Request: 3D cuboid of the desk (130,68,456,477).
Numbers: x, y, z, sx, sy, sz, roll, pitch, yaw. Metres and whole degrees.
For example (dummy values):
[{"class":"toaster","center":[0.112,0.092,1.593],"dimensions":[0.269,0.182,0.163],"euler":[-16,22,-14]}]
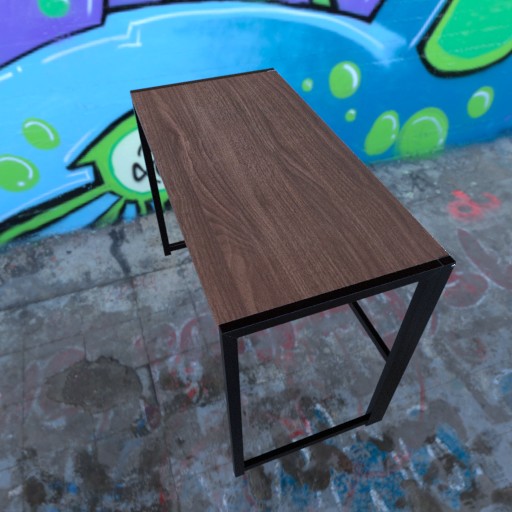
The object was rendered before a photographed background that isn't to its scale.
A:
[{"class":"desk","center":[0.000,0.000,1.455],"dimensions":[0.508,0.762,1.016],"euler":[-15,48,-14]}]
